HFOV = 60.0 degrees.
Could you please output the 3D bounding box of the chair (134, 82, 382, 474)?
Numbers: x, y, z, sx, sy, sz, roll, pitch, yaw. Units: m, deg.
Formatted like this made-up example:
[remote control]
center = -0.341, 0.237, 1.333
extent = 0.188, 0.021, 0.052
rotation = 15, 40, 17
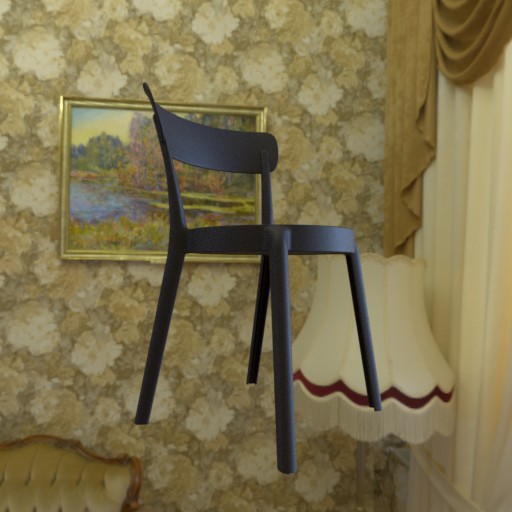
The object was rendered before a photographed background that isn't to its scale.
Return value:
[chair]
center = 0.000, 0.000, 1.114
extent = 0.491, 0.790, 0.506
rotation = -1, -1, 37
